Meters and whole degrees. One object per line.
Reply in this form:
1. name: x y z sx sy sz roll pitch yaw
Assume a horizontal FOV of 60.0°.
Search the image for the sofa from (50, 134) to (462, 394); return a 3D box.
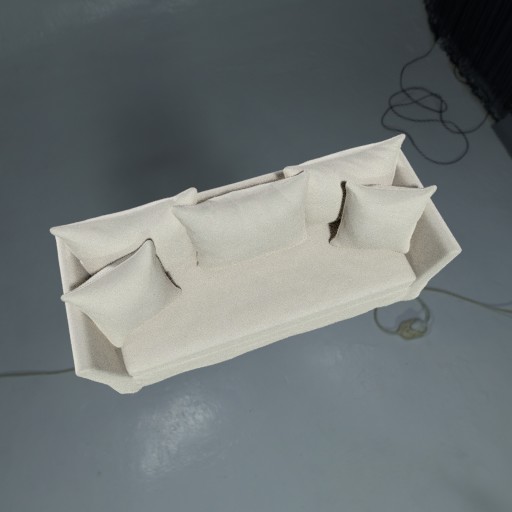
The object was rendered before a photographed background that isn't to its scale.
1. sofa: 0.000 0.000 3.094 2.499 1.047 1.046 -17 65 -8
